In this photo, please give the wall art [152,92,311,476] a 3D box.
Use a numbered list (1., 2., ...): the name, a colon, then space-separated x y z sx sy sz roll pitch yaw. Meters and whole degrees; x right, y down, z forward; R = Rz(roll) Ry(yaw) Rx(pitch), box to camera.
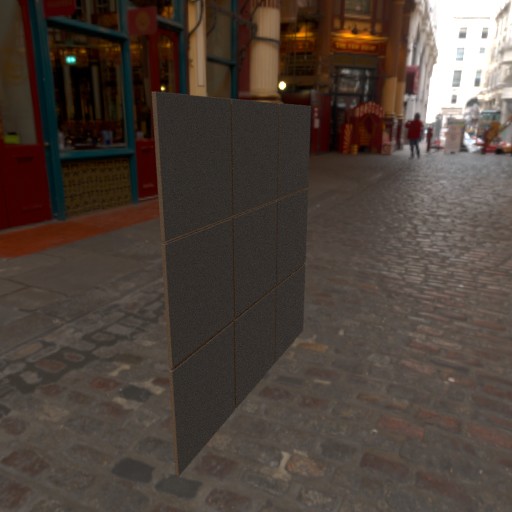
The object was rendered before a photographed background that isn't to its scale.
1. wall art: 0.000 0.000 2.306 0.017 1.521 1.527 8 19 25
